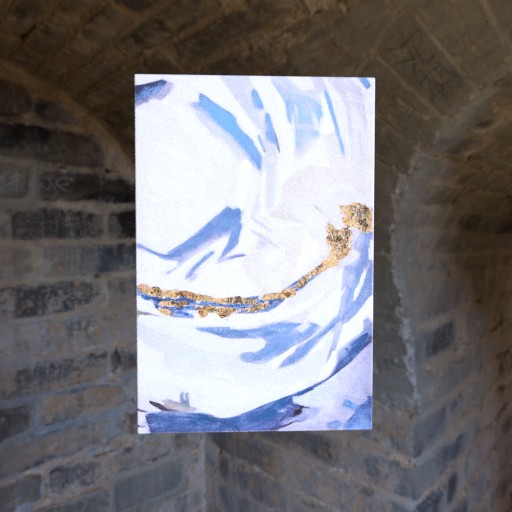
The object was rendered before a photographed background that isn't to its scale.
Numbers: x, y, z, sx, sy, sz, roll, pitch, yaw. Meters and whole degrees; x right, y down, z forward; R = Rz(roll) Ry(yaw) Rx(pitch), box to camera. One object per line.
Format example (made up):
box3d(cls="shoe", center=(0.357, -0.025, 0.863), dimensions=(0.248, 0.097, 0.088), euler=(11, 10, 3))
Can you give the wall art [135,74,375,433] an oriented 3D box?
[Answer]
box3d(cls="wall art", center=(0.000, 0.000, 1.143), dimensions=(0.610, 0.914, 0.016), euler=(0, 2, -2))
